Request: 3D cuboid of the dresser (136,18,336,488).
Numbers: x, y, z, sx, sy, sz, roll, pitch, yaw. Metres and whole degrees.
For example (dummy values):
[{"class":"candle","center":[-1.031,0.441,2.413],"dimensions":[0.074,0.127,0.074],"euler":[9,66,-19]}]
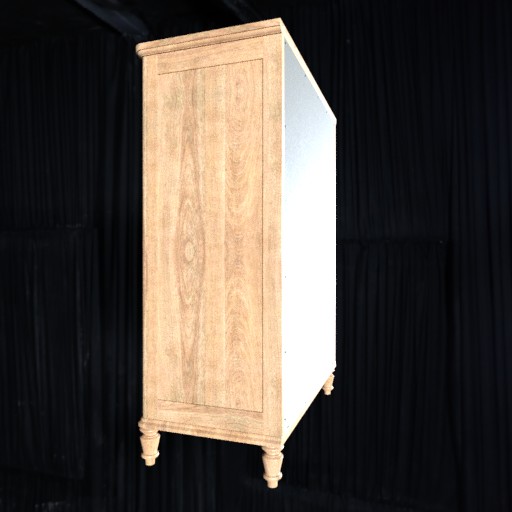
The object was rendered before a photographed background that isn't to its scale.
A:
[{"class":"dresser","center":[0.000,0.000,1.763],"dimensions":[0.484,1.318,0.973],"euler":[0,0,19]}]
